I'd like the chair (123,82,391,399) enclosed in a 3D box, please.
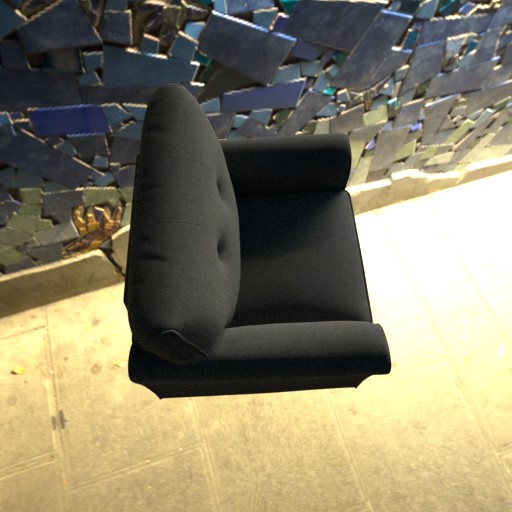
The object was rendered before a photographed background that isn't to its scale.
[{"bbox_3d":[0.000,0.000,1.634,0.816,0.890,0.941,-3,63,-1],"label":"chair"}]
